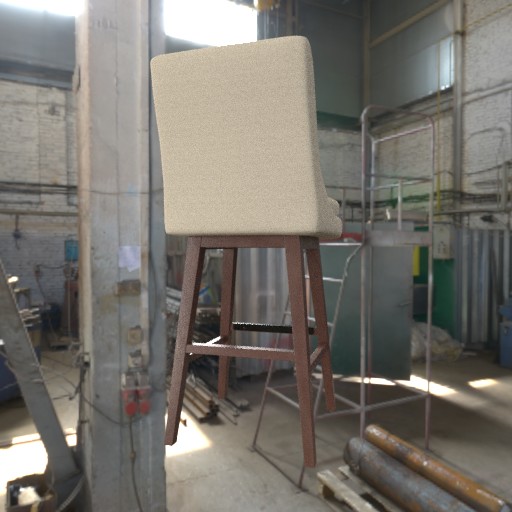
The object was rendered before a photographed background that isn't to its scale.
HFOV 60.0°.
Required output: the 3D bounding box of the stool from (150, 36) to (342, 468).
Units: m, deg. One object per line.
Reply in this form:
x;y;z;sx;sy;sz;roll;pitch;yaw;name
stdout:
0.000;0.000;1.390;0.483;1.093;0.559;0;1;17;stool
